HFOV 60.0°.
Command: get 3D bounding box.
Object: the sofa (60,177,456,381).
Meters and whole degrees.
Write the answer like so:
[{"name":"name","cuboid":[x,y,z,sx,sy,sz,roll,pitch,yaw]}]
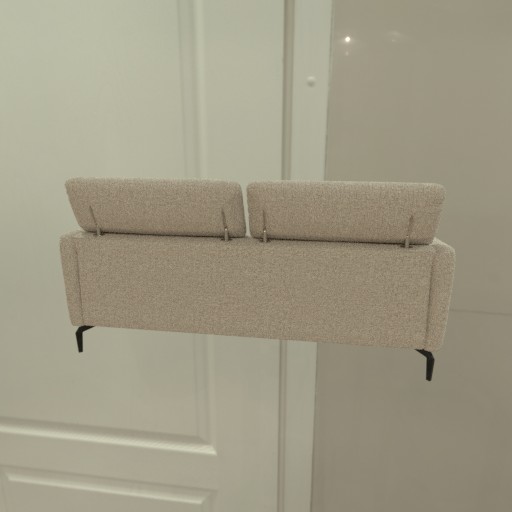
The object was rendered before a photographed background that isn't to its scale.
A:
[{"name":"sofa","cuboid":[0.000,0.000,2.540,2.015,0.956,0.856,3,17,8]}]
